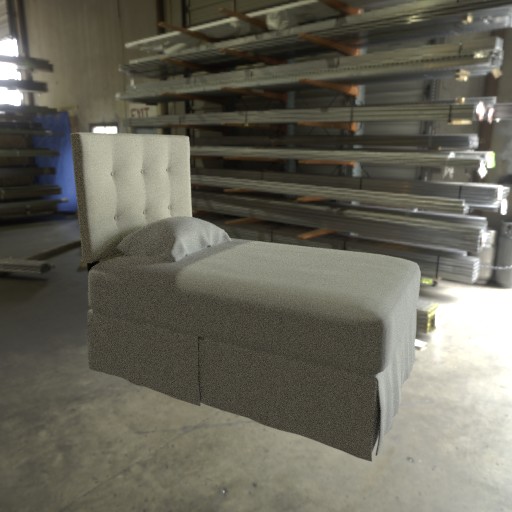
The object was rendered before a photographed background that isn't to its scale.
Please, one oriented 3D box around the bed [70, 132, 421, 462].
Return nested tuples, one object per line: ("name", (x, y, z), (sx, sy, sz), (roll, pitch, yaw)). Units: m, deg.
("bed", (0.000, 0.000, 2.919), (1.997, 1.571, 1.261), (7, 16, 27))
